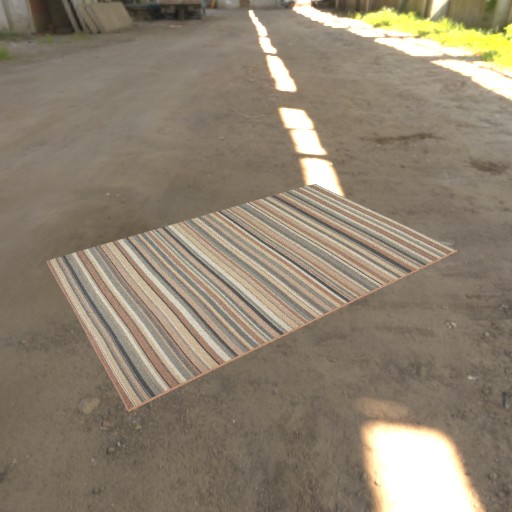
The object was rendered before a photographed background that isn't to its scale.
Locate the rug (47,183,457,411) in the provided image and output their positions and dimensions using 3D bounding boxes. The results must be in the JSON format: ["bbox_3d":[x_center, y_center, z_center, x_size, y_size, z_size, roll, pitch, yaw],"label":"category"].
[{"bbox_3d":[0.000,0.000,3.092,2.438,0.014,1.523,-20,37,-29],"label":"rug"}]
